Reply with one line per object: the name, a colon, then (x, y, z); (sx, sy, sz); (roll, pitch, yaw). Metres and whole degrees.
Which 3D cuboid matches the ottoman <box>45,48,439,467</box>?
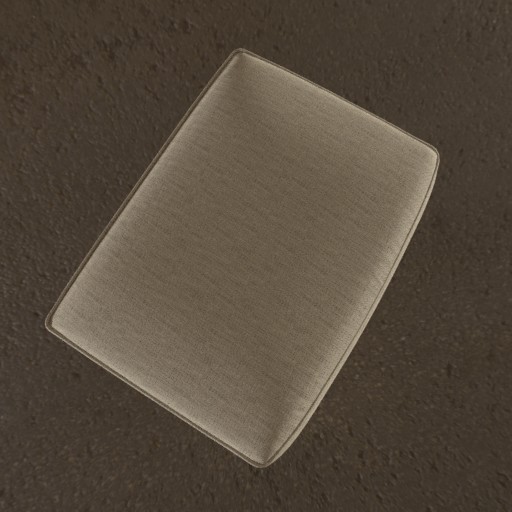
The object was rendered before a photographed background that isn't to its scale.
ottoman: (0.000, 0.000, 1.120); (0.594, 0.465, 0.794); (31, 79, 6)
